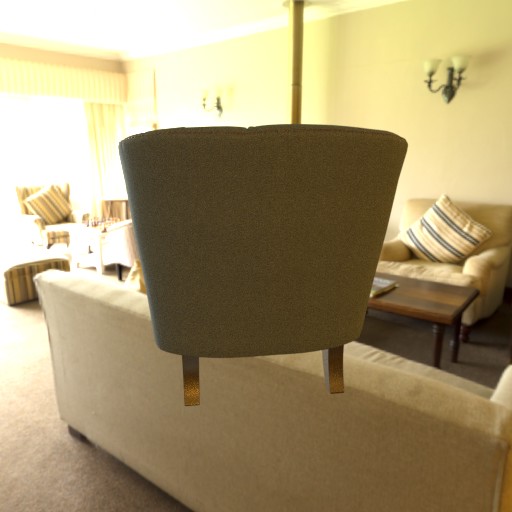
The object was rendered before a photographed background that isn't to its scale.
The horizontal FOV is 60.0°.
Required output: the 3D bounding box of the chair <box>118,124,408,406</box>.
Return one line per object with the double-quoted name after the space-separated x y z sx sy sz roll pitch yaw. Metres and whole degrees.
0.000 0.000 1.589 0.848 0.868 0.906 -2 14 -8 "chair"
